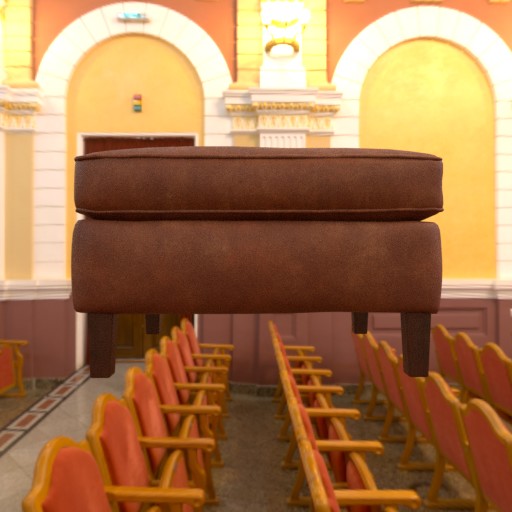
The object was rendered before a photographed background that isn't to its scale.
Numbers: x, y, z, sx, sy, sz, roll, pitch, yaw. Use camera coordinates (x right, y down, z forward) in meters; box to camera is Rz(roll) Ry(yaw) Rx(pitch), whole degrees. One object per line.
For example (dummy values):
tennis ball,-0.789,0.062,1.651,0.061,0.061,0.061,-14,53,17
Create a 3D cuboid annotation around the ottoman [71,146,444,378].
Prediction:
ottoman,0.000,0.000,0.985,0.665,0.418,0.501,0,0,-1
